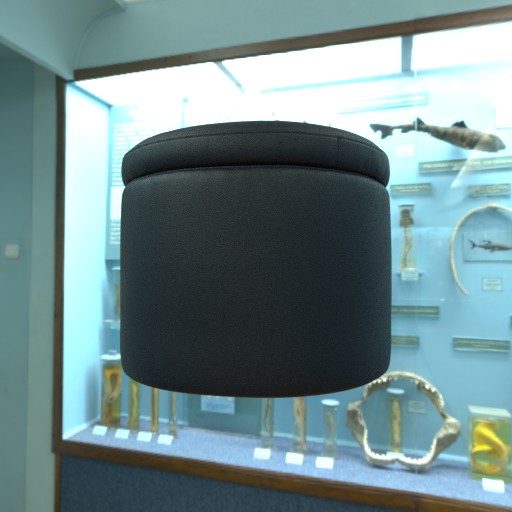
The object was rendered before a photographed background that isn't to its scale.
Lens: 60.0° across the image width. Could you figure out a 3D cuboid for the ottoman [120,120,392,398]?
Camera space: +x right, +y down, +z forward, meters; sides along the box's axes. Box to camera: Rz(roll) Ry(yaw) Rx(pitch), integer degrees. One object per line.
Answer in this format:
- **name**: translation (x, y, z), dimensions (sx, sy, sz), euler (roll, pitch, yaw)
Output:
- **ottoman**: translation (0.000, 0.000, 0.857), dimensions (0.501, 0.409, 0.501), euler (0, -2, 0)
